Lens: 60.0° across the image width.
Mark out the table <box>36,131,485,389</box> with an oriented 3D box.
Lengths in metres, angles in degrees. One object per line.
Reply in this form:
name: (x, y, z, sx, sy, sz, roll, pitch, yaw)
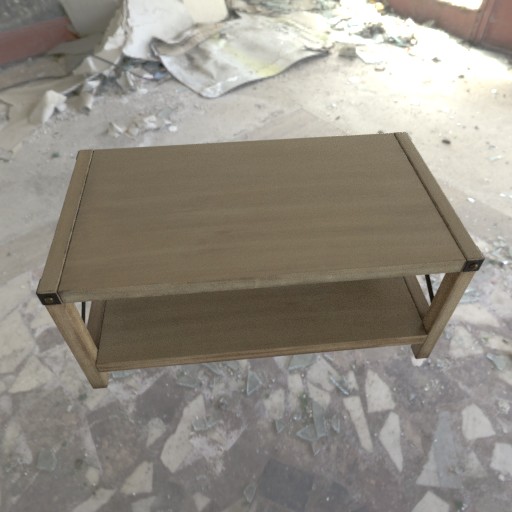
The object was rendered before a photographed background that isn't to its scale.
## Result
table: (0.000, 0.000, 1.330, 1.016, 0.456, 0.559, -4, 47, -4)
